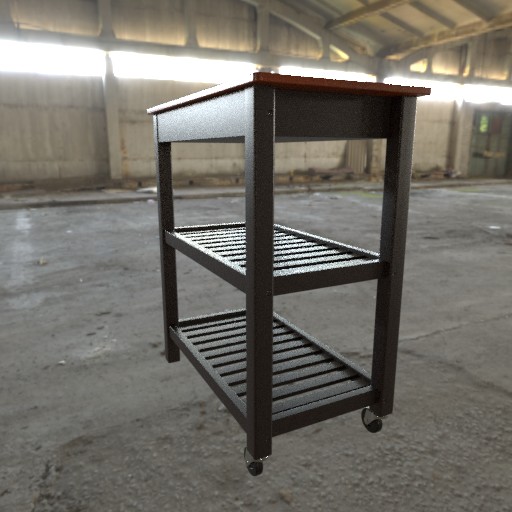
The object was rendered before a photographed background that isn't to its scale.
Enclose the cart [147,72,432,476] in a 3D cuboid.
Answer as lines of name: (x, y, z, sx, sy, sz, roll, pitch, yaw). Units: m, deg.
cart: (0.000, 0.000, 1.404, 0.457, 0.927, 0.899, -7, 15, -26)
